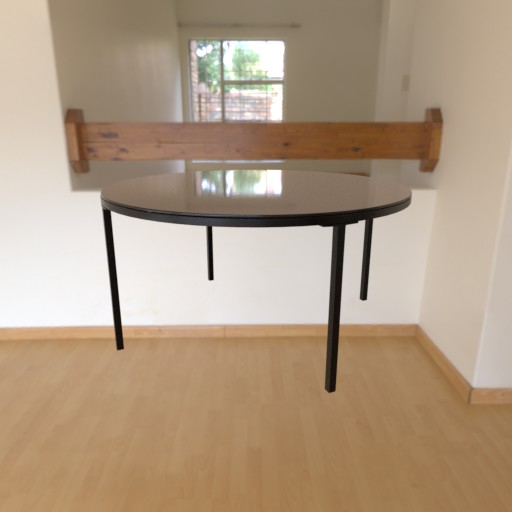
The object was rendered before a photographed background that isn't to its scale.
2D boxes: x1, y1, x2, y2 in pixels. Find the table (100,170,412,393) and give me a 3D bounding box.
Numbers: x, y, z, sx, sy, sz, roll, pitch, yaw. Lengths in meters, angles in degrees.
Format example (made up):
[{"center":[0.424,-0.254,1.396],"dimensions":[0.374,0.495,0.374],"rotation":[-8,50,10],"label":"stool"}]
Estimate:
[{"center":[0.000,0.000,1.255],"dimensions":[0.800,0.400,0.800],"rotation":[0,17,0],"label":"table"}]
